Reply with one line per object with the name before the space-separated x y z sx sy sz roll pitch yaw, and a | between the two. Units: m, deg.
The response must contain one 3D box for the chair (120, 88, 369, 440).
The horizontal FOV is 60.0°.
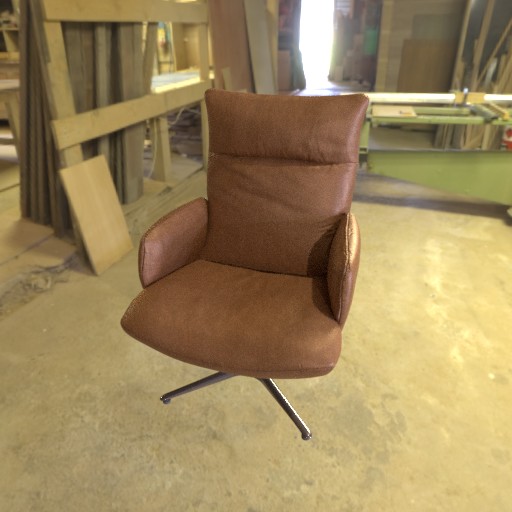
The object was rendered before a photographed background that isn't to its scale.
chair | 0.000 0.000 1.547 0.711 1.027 0.794 8 27 16
